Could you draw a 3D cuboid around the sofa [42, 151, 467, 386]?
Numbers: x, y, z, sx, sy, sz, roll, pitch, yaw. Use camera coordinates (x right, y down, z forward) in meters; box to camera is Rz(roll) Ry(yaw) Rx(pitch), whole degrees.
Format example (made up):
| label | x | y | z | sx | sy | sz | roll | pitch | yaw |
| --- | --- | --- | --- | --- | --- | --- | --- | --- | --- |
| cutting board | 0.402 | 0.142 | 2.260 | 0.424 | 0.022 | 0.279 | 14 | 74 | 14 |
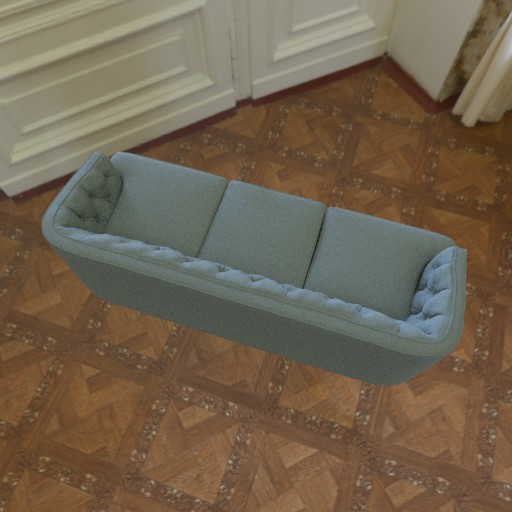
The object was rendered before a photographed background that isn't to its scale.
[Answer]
| label | x | y | z | sx | sy | sz | roll | pitch | yaw |
| --- | --- | --- | --- | --- | --- | --- | --- | --- | --- |
| sofa | 0.000 | 0.000 | 2.667 | 2.278 | 0.855 | 0.941 | 16 | 65 | 8 |
